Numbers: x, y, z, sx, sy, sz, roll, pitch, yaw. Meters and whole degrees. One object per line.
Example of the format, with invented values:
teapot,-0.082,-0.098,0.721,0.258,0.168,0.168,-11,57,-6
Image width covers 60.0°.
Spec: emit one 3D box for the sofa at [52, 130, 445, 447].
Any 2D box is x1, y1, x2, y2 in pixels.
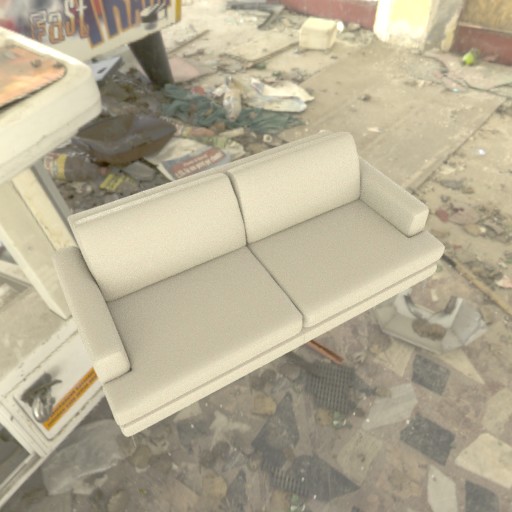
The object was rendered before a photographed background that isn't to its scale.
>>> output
sofa,0.000,0.000,2.426,1.940,0.765,0.974,-23,50,-21
